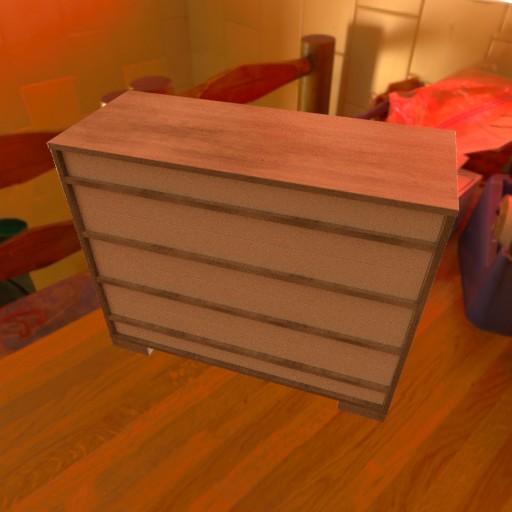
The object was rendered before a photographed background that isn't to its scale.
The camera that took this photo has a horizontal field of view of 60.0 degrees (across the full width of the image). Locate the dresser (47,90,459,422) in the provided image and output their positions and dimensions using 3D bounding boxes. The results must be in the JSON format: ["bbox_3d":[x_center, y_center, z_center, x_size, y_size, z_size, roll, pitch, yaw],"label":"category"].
[{"bbox_3d":[0.000,0.000,1.421,0.994,0.816,0.404,12,41,14],"label":"dresser"}]
